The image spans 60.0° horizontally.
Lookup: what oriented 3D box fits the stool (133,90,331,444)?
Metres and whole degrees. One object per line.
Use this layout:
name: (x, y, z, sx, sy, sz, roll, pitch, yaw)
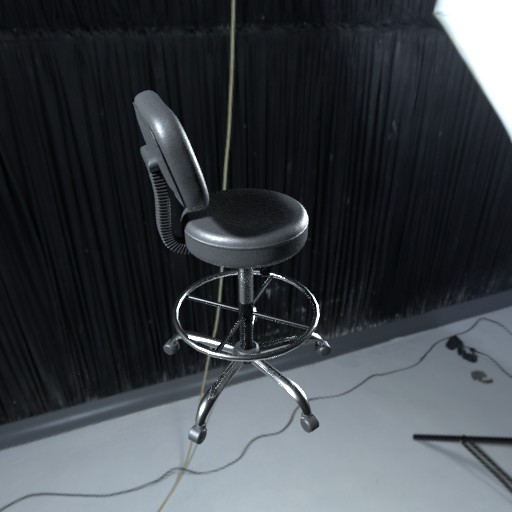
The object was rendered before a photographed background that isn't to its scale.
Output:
stool: (0.000, 0.000, 1.498, 0.658, 1.069, 0.694, -11, 32, -17)
